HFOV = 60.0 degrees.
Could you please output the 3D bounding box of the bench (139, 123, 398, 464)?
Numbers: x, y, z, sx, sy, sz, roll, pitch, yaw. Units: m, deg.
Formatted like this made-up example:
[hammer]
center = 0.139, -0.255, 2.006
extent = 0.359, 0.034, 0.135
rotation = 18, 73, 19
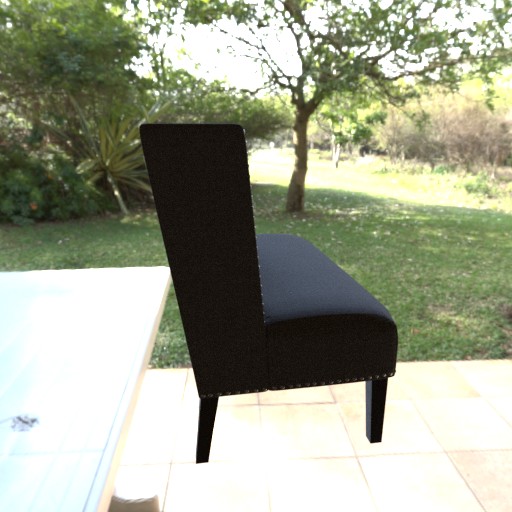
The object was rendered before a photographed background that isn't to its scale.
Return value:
[bench]
center = 0.000, 0.000, 1.996
extent = 0.842, 1.121, 1.276
rotation = -3, 16, -9
